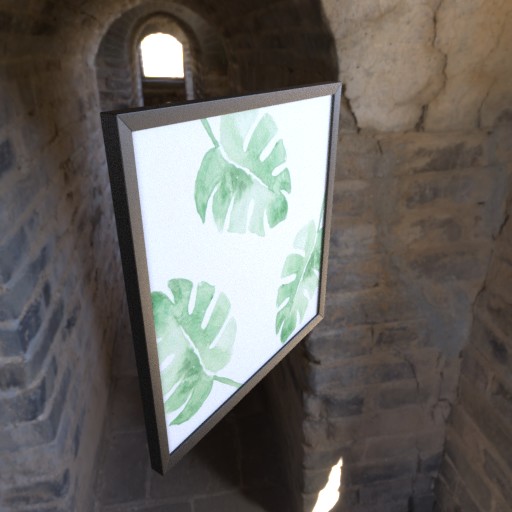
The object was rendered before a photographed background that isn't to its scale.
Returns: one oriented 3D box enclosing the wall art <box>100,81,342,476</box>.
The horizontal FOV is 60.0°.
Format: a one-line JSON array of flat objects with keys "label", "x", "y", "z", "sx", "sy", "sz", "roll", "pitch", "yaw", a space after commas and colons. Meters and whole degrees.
[{"label": "wall art", "x": 0.000, "y": 0.000, "z": 1.101, "sx": 0.038, "sy": 0.765, "sz": 0.765, "roll": 17, "pitch": 30, "yaw": 31}]
